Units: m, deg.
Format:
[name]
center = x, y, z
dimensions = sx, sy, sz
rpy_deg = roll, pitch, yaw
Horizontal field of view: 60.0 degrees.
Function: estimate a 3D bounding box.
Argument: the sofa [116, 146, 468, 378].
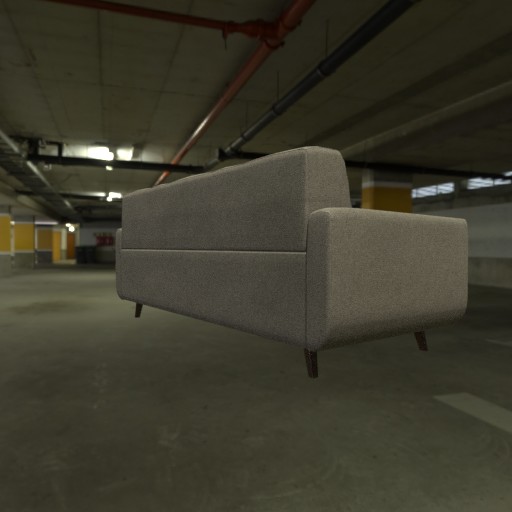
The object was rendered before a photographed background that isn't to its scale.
[sofa]
center = 0.000, 0.000, 2.496
dimensions = 0.909, 0.841, 2.029
rpy_deg = -1, 2, -36
